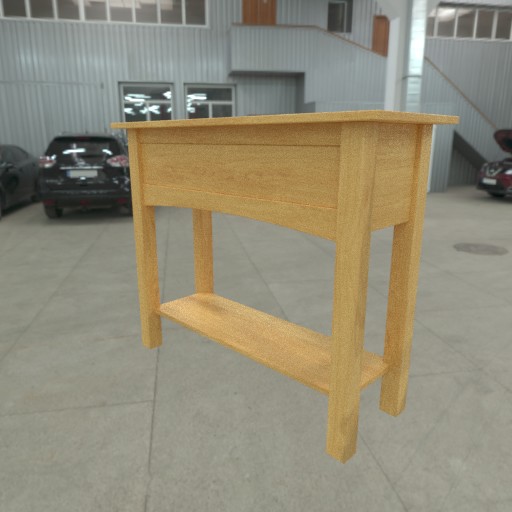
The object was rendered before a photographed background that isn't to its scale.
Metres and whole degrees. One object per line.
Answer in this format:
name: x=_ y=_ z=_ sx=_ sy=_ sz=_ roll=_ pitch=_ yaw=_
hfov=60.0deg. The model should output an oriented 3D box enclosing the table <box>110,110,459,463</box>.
table: x=0.000 y=0.000 z=1.240 sx=0.900 sy=0.728 sz=0.340 roll=14 pitch=21 yaw=43
